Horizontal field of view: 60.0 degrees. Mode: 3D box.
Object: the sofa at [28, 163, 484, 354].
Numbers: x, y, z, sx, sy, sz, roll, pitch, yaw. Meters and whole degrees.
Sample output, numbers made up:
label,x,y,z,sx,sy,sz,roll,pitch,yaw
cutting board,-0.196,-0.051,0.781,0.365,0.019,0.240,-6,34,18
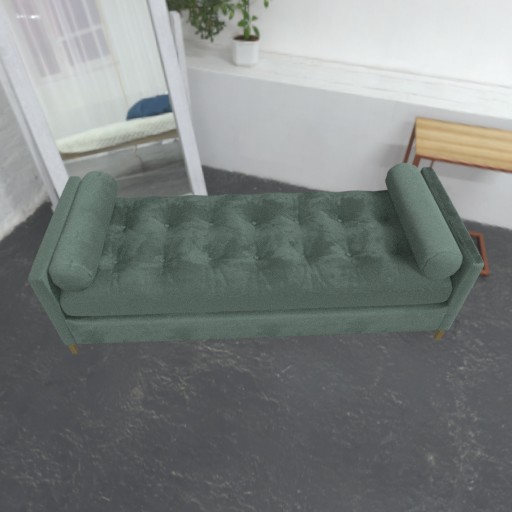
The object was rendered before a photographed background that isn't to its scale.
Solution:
label,x,y,z,sx,sy,sz,roll,pitch,yaw
sofa,0.000,0.000,2.476,2.102,0.705,0.796,-2,46,-2
